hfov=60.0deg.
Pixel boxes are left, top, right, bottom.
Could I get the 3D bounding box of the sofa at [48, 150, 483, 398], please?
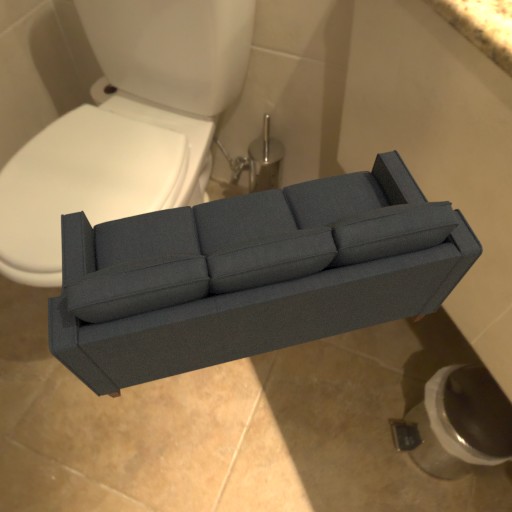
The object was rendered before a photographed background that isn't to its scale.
[{"bbox_3d":[0.000,0.000,2.467,1.986,0.974,0.911,-12,58,-8],"label":"sofa"}]
